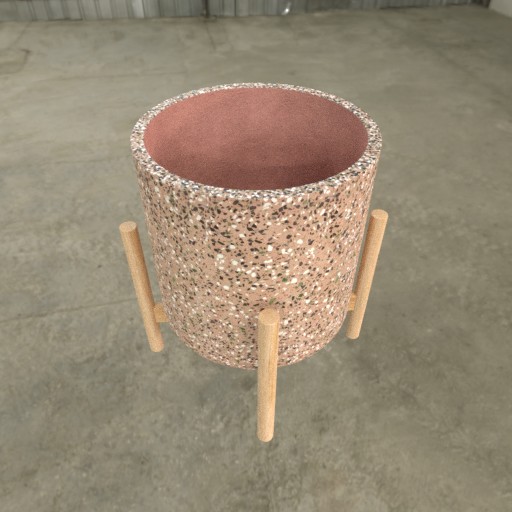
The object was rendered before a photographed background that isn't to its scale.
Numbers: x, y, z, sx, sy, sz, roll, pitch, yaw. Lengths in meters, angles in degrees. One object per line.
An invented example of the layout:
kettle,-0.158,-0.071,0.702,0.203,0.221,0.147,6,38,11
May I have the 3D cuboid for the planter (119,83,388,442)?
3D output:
planter,0.000,0.000,0.684,0.360,0.419,0.360,12,43,13
